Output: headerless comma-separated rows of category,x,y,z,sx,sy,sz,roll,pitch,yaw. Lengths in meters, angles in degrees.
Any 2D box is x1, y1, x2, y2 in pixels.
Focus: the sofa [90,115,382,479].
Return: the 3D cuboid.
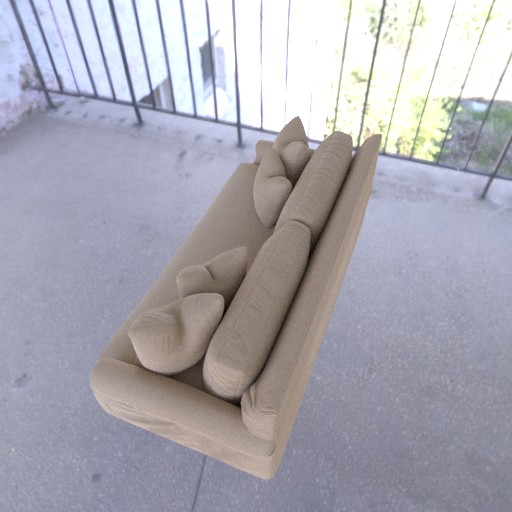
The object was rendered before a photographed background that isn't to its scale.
sofa,0.000,0.000,2.770,1.067,0.904,2.285,16,48,15
